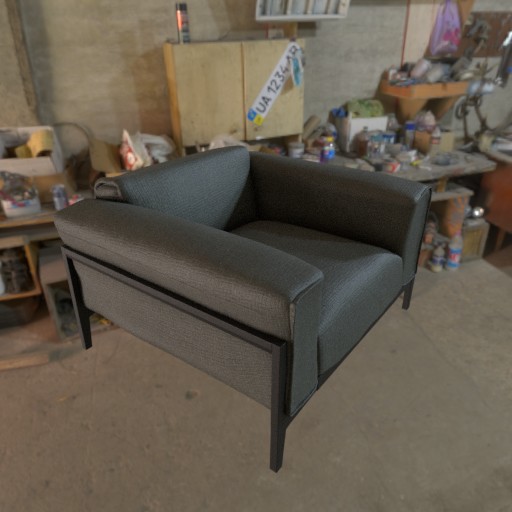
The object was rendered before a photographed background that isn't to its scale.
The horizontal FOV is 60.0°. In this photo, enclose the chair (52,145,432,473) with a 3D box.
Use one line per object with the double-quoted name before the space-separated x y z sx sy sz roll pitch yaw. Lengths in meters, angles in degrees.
"chair" 0.000 0.000 1.687 0.969 0.646 1.056 19 32 32
